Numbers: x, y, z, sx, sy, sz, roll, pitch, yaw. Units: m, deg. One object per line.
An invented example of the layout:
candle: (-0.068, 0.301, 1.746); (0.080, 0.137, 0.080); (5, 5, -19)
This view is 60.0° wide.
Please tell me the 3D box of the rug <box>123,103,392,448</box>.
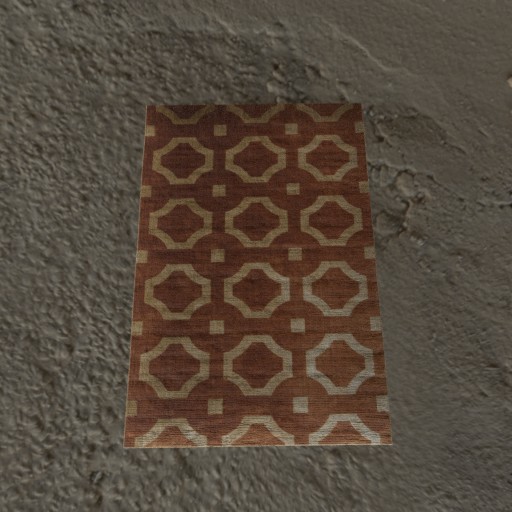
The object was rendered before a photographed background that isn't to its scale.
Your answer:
rug: (0.000, 0.000, 2.875); (1.555, 0.016, 2.286); (-1, 74, 0)
